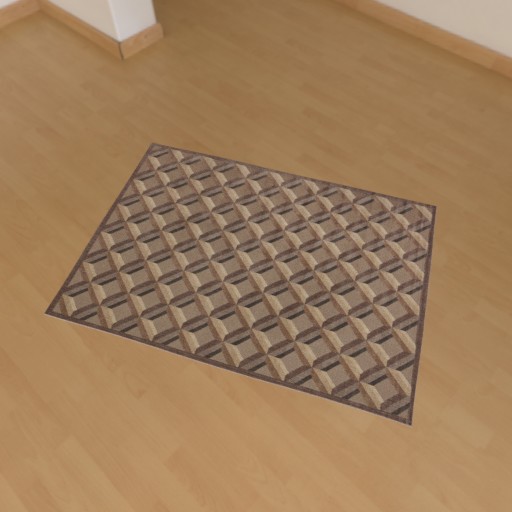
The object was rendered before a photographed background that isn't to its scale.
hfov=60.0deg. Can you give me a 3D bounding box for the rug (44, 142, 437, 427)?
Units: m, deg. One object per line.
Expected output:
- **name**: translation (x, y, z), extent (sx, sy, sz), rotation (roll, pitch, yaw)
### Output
- **rug**: translation (0.000, 0.000, 2.978), extent (2.260, 0.013, 1.600), rotation (15, 58, 9)
